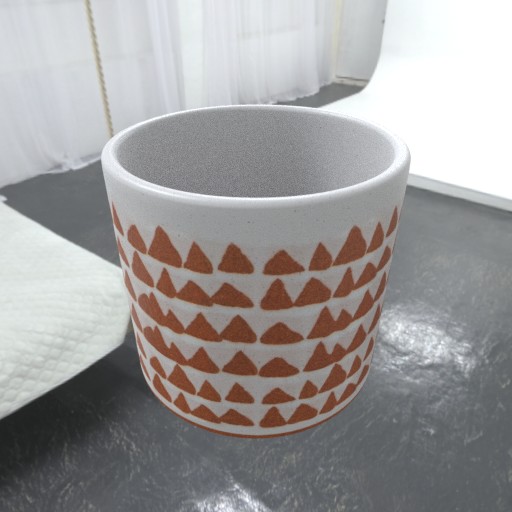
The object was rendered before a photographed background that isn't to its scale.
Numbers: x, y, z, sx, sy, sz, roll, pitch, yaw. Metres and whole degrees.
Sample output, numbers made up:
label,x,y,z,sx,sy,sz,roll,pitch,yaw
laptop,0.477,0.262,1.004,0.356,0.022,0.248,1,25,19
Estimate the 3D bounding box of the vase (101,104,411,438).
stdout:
label,x,y,z,sx,sy,sz,roll,pitch,yaw
vase,0.000,0.000,0.236,0.137,0.127,0.137,0,32,0
